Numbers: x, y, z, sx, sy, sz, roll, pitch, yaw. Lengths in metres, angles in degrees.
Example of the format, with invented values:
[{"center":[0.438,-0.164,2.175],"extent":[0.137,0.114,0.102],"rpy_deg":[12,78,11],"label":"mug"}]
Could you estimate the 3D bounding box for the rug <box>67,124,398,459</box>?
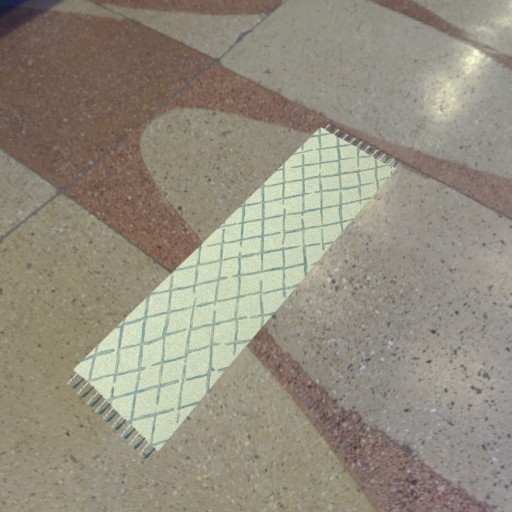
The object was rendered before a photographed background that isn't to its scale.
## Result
[{"center":[0.000,0.000,2.626],"extent":[0.620,0.008,2.372],"rpy_deg":[35,65,19],"label":"rug"}]
